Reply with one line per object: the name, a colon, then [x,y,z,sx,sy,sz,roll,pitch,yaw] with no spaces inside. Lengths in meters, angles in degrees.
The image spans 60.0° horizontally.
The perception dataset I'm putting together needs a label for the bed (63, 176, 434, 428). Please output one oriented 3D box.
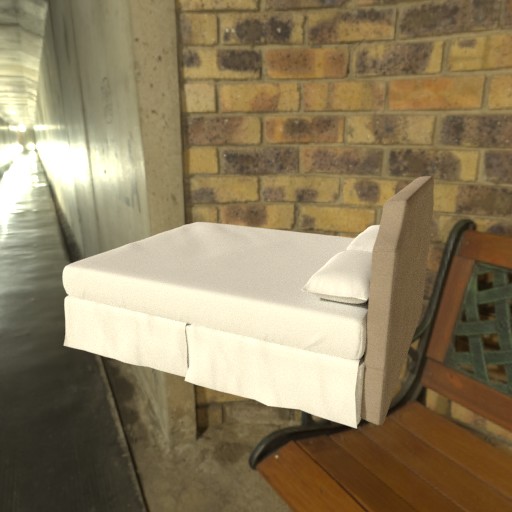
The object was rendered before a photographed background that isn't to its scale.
bed: [0.000,0.000,3.645,2.498,1.293,1.977,8,18,25]
